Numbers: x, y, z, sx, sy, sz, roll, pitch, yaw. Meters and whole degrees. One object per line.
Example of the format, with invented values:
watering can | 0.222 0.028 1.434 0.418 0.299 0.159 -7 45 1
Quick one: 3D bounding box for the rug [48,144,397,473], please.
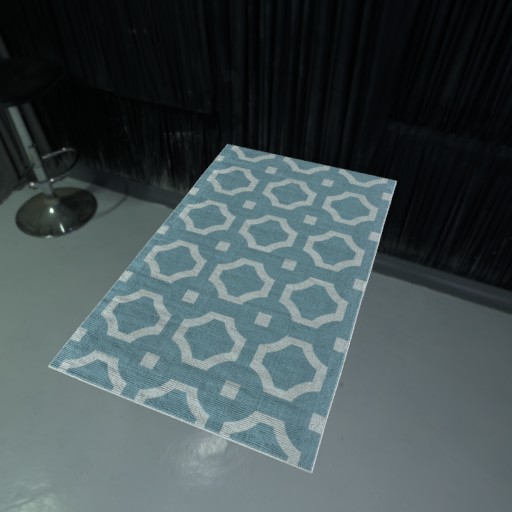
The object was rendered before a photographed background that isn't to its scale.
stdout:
rug | 0.000 0.000 3.056 1.528 0.015 2.443 16 48 15
